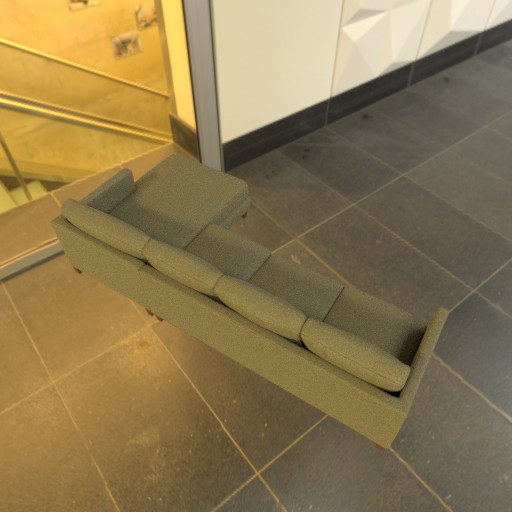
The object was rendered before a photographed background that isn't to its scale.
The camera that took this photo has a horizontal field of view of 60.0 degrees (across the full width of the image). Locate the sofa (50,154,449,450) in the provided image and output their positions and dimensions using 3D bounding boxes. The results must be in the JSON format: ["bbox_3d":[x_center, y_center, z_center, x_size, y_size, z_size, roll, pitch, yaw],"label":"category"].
[{"bbox_3d":[0.000,0.000,3.863,3.186,0.861,1.625,25,53,21],"label":"sofa"}]
